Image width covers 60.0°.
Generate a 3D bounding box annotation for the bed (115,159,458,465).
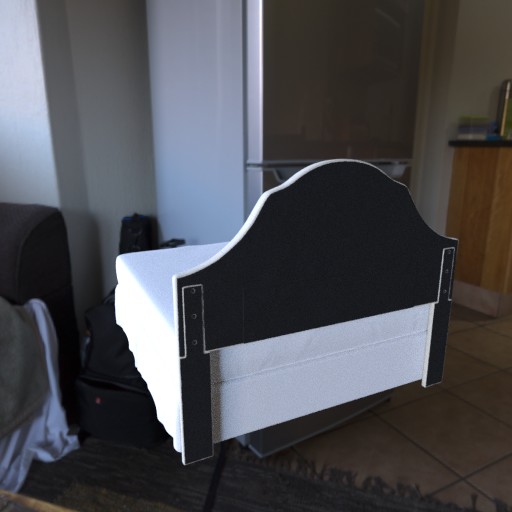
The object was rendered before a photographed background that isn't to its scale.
[{"bbox_3d":[0.000,0.000,3.585,2.008,1.615,2.214,-7,16,-25],"label":"bed"}]
